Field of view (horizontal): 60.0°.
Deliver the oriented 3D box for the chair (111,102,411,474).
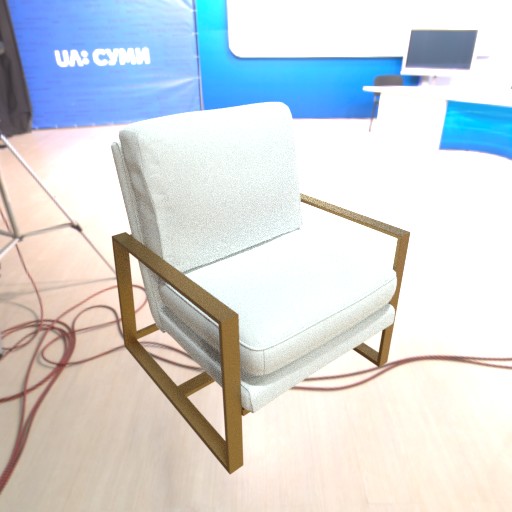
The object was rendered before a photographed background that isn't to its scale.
[{"bbox_3d":[0.000,0.000,1.616,0.805,0.966,0.813,-22,36,-33],"label":"chair"}]
